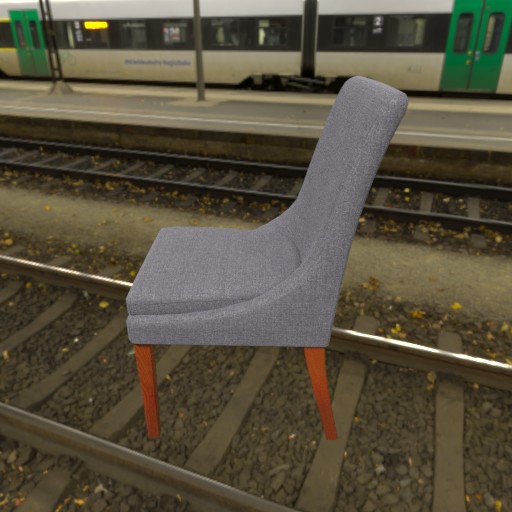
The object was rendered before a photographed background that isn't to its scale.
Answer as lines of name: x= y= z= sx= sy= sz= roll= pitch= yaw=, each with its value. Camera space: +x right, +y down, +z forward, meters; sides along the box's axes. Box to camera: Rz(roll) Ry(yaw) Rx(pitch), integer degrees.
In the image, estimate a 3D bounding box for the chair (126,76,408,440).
chair: x=0.000 y=0.000 z=1.300 sx=0.655 sy=0.952 sz=0.508 roll=0 pitch=26 yaw=0
